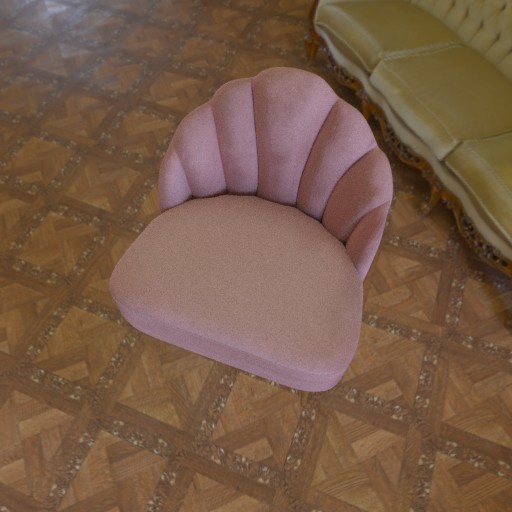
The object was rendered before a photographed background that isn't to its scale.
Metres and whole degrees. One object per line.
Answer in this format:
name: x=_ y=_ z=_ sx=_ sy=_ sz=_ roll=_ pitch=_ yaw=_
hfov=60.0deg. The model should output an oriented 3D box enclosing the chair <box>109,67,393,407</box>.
chair: x=0.000 y=0.000 z=1.260 sx=0.657 sy=0.819 sz=0.599 roll=17 pitch=58 yaw=11
